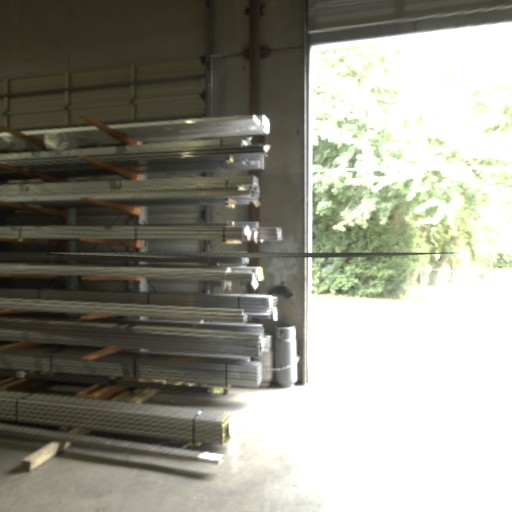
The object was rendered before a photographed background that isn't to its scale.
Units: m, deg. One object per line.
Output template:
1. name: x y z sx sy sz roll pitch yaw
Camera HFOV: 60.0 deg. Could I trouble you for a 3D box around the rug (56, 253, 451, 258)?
1. rug: 0.000 0.000 4.149 2.453 0.004 3.037 0 -1 1
